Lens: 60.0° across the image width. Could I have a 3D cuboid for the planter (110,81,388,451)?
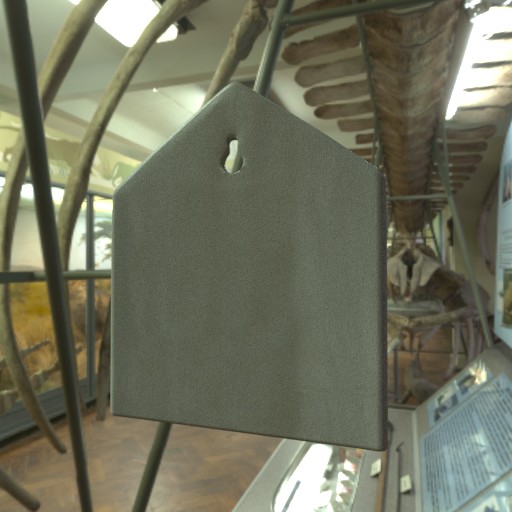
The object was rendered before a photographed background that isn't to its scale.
[{"bbox_3d":[0.000,0.000,0.281,0.163,0.194,0.080,0,-1,19],"label":"planter"}]
